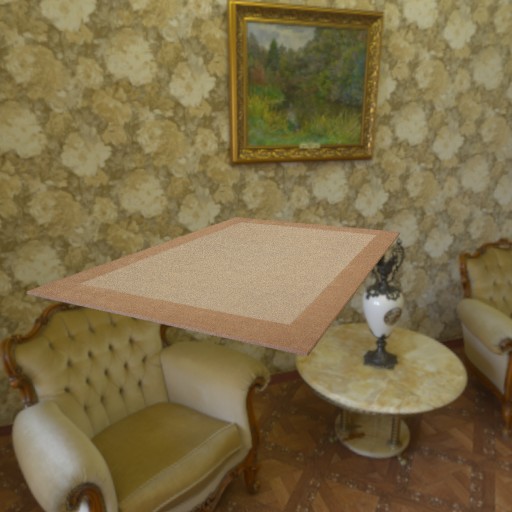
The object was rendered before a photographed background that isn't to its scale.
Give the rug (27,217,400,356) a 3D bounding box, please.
[{"bbox_3d":[0.000,0.000,2.360,1.219,0.014,1.829,7,17,25],"label":"rug"}]
